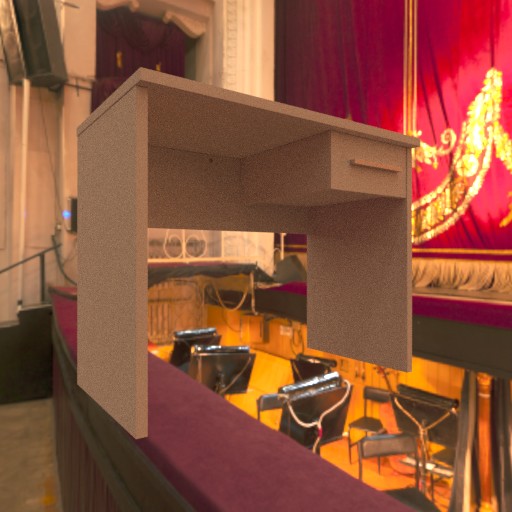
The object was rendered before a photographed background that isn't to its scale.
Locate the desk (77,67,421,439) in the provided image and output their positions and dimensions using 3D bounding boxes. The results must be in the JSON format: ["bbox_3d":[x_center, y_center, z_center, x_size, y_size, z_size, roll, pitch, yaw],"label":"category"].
[{"bbox_3d":[0.000,0.000,1.318,0.900,0.729,0.498,0,0,-35],"label":"desk"}]
